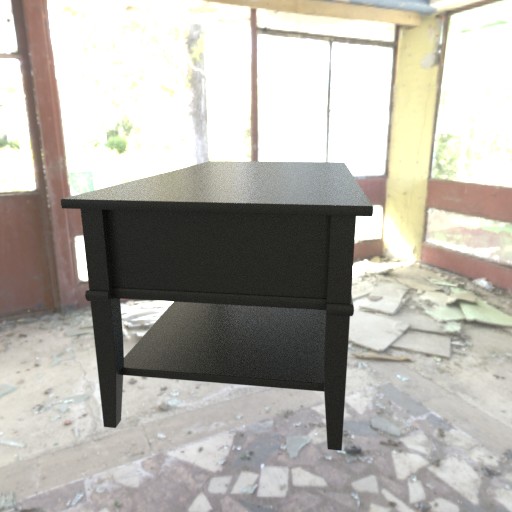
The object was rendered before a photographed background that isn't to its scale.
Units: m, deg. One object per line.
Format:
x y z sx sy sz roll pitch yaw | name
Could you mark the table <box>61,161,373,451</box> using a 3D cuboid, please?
0.000 0.000 1.282 0.523 0.470 1.044 2 16 8 | table
